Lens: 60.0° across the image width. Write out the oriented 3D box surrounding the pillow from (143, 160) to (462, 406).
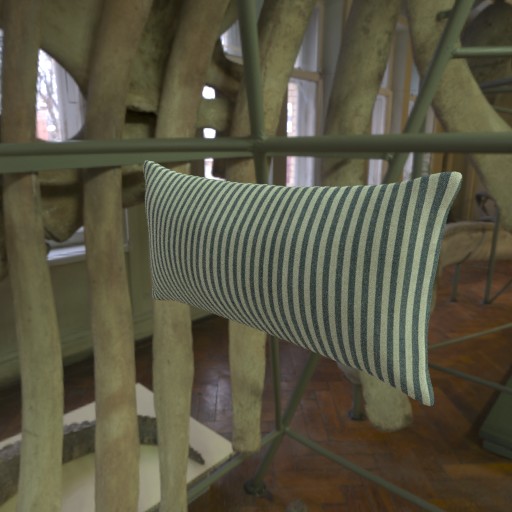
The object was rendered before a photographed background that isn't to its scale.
[{"bbox_3d":[0.000,0.000,0.726,0.617,0.295,0.151,13,19,41],"label":"pillow"}]
